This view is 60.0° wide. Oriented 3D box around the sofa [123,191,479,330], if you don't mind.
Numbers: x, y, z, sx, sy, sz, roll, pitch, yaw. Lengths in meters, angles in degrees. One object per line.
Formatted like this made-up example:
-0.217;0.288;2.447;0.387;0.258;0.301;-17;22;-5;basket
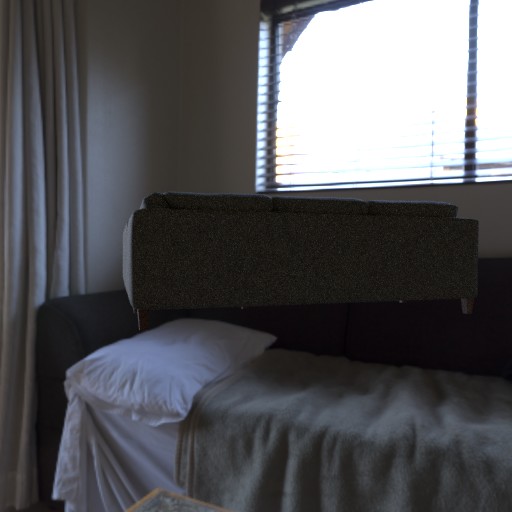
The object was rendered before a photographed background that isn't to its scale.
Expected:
0.000;0.000;4.463;2.551;0.853;3.238;0;0;-18;sofa
